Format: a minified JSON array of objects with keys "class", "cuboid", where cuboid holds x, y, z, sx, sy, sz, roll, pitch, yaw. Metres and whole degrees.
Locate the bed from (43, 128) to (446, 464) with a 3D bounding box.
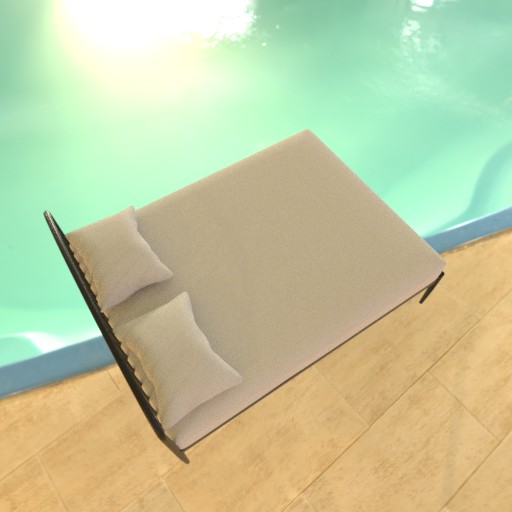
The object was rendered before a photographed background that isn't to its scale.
[{"class":"bed","cuboid":[0.000,0.000,3.085,2.159,1.166,1.618,-29,63,-17]}]
